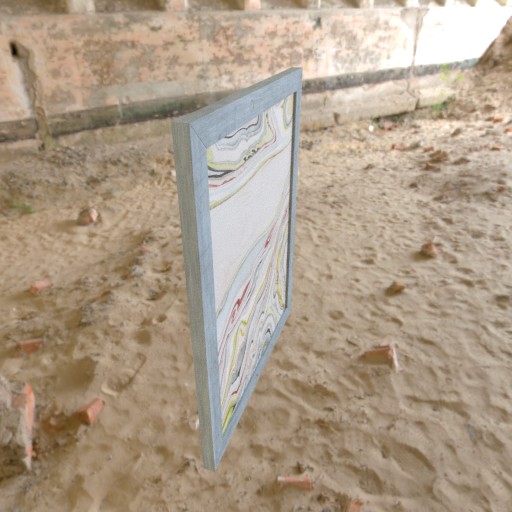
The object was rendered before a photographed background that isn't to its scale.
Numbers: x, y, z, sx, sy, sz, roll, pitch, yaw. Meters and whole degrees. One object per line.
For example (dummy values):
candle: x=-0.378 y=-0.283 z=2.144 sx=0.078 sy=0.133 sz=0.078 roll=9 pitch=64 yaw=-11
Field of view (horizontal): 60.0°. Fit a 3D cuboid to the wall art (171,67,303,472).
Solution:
wall art: x=0.000 y=0.000 z=0.806 sx=0.022 sy=0.582 sz=0.479 roll=10 pitch=31 yaw=17
